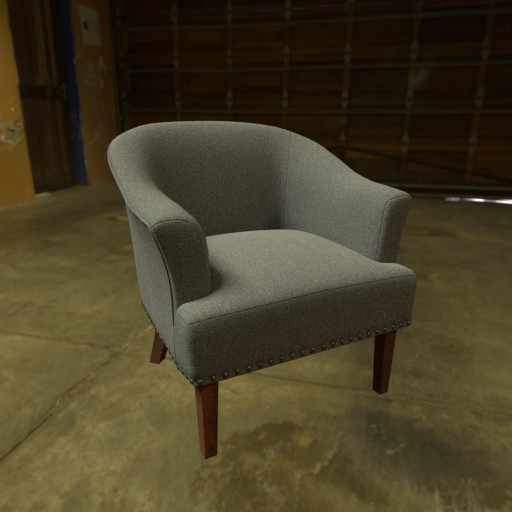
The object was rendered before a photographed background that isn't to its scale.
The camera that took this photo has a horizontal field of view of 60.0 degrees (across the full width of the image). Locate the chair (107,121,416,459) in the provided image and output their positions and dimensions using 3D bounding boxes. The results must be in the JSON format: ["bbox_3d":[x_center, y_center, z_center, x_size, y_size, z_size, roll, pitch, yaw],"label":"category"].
[{"bbox_3d":[0.000,0.000,1.400,0.798,0.815,0.704,-9,19,-27],"label":"chair"}]
